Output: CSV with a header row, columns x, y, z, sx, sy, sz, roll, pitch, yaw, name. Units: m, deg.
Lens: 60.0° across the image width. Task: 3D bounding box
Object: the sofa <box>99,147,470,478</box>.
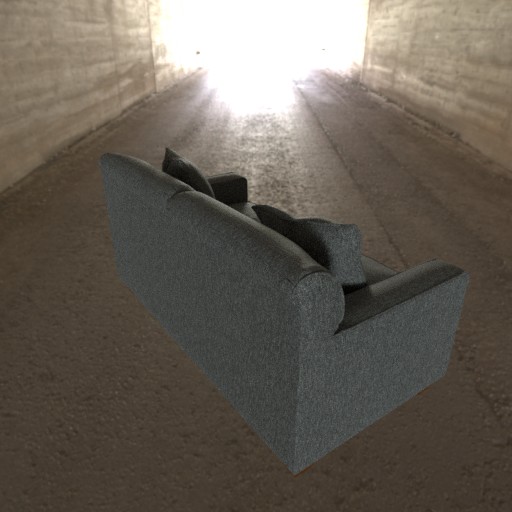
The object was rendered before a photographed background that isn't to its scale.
x,y,z,sx,sy,sz,roll,pitch,yaw,name
0.000,0.000,2.361,0.998,0.958,1.846,-18,32,-31,sofa
